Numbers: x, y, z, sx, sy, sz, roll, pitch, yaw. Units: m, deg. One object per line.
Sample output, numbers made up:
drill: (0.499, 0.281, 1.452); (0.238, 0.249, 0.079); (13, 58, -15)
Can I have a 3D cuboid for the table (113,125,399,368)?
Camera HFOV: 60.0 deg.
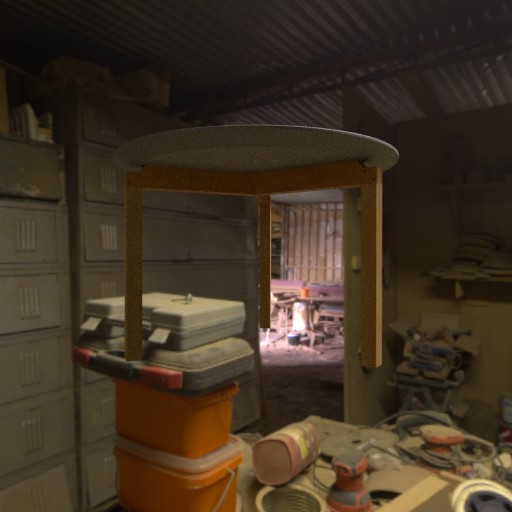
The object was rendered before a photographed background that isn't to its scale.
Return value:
table: (0.000, 0.000, 0.979); (0.600, 0.405, 0.600); (0, 0, 0)
